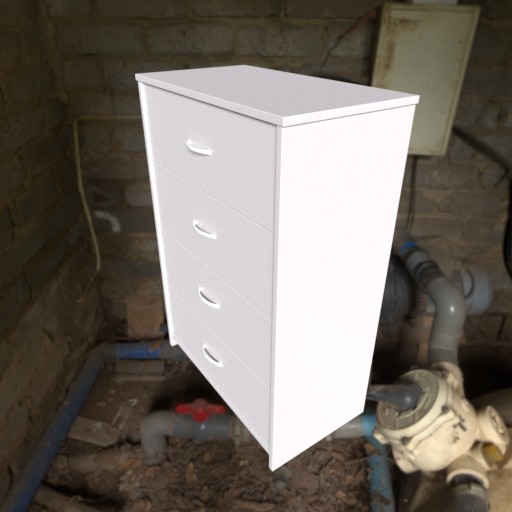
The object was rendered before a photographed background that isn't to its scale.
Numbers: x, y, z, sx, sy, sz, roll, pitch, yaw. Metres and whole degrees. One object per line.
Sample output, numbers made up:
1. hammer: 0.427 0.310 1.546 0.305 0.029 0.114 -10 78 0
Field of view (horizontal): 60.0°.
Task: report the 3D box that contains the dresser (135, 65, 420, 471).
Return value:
1. dresser: 0.000 0.000 1.392 0.401 1.021 0.704 -19 35 -30
